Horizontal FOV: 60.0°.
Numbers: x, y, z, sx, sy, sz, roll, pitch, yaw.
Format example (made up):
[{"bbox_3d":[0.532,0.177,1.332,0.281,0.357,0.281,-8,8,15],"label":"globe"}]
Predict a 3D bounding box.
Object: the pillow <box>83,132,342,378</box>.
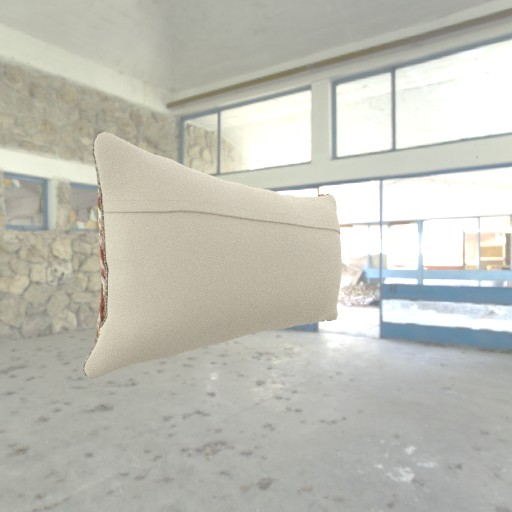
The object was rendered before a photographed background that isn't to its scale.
[{"bbox_3d":[0.000,0.000,0.743,0.139,0.282,0.635,-1,-1,36],"label":"pillow"}]
